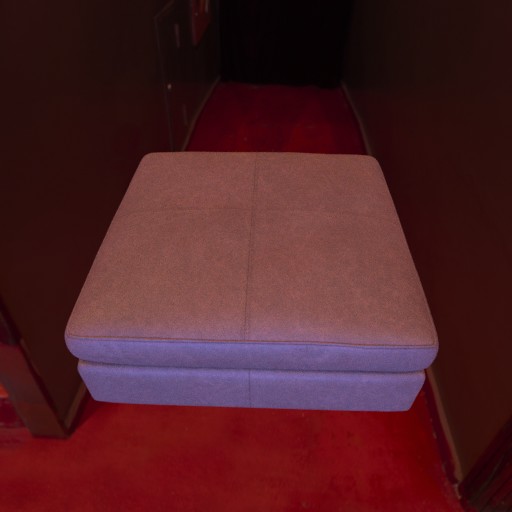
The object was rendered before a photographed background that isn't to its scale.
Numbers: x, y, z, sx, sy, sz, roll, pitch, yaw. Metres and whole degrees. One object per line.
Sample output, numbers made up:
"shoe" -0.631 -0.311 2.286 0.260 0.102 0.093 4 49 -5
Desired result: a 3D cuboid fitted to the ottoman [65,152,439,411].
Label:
"ottoman" 0.000 0.000 1.840 1.168 0.490 1.168 1 42 1
